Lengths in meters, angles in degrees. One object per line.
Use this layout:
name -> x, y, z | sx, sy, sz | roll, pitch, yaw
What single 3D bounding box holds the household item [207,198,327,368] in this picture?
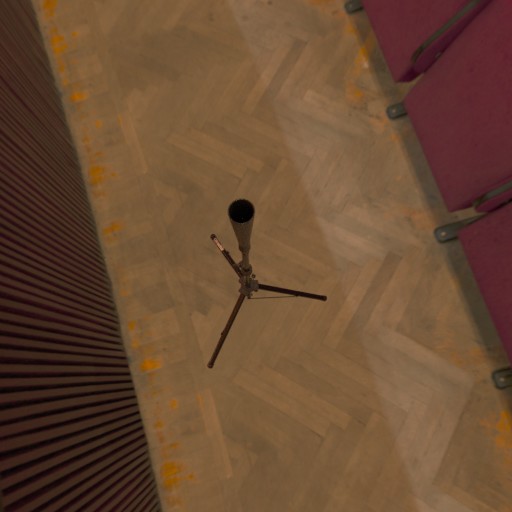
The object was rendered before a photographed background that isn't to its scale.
household item -> 0.000, 0.000, 1.399 | 0.559, 1.067, 0.559 | -15, 76, -4
